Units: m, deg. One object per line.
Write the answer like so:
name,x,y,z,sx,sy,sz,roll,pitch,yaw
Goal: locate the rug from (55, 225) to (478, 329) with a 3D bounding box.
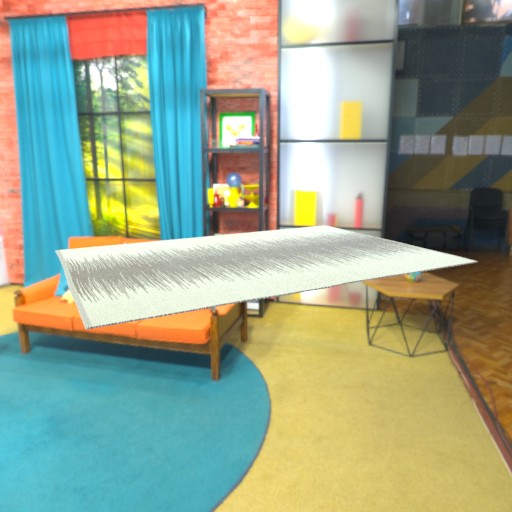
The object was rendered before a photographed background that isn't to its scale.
rug,0.000,0.000,2.278,1.815,0.007,1.226,-7,15,-27
